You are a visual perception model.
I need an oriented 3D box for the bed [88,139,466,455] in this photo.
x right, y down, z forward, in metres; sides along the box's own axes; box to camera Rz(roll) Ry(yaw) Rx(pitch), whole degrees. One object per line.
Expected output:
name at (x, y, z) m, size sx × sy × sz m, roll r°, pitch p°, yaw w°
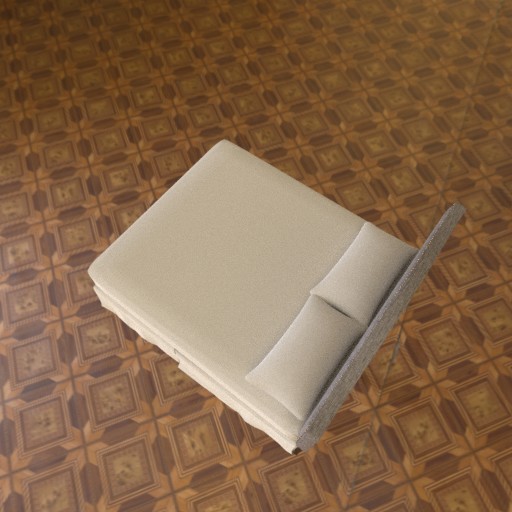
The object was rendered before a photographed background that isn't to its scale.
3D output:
bed at (0.000, 0.000, 2.942) m, size 1.870 × 1.295 × 1.610 m, roll 34°, pitch 67°, yaw 16°
